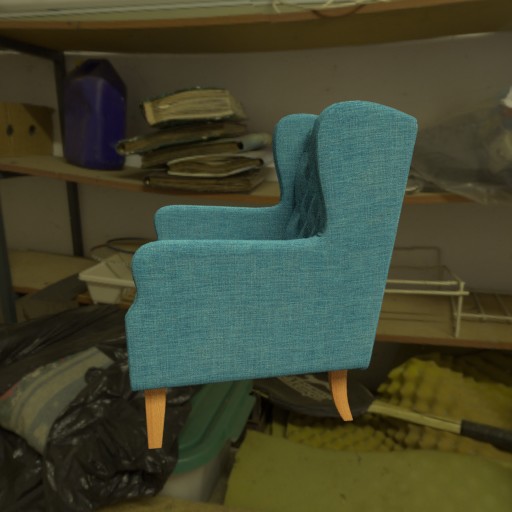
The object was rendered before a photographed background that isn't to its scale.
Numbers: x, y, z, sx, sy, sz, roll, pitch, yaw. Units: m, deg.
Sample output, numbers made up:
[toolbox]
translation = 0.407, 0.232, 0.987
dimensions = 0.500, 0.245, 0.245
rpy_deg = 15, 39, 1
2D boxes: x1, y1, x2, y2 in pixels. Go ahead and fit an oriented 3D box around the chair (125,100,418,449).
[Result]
[chair]
translation = 0.000, 0.000, 1.500
dimensions = 0.775, 0.952, 0.711
rpy_deg = -2, 15, -7
